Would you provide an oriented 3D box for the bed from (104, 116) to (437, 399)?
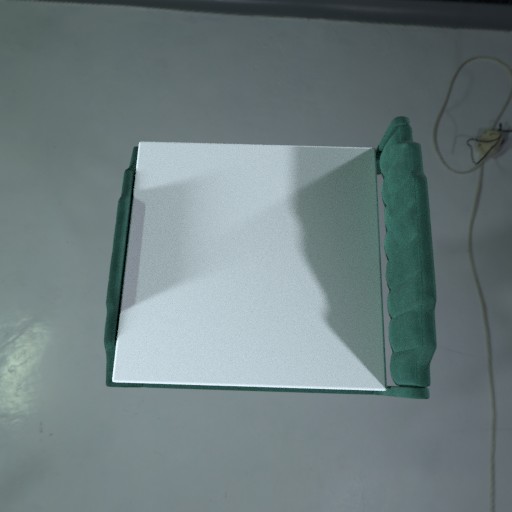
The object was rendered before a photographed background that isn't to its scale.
[{"bbox_3d":[0.000,0.000,3.528,2.340,1.245,2.074,2,74,0],"label":"bed"}]
